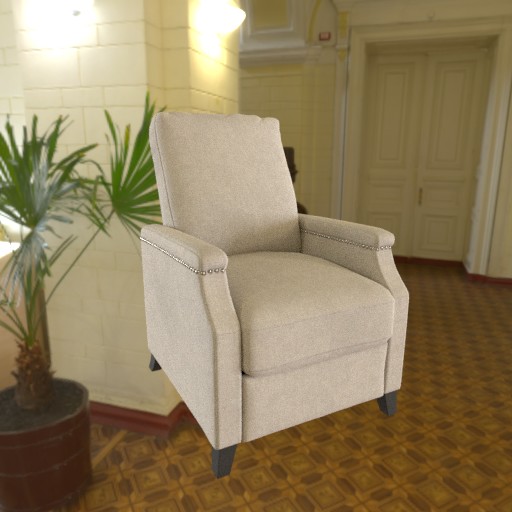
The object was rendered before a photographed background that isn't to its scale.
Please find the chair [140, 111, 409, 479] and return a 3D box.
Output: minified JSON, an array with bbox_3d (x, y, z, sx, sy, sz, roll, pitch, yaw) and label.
[{"bbox_3d":[0.000,0.000,1.644,0.710,1.049,0.922,-7,16,-27],"label":"chair"}]
